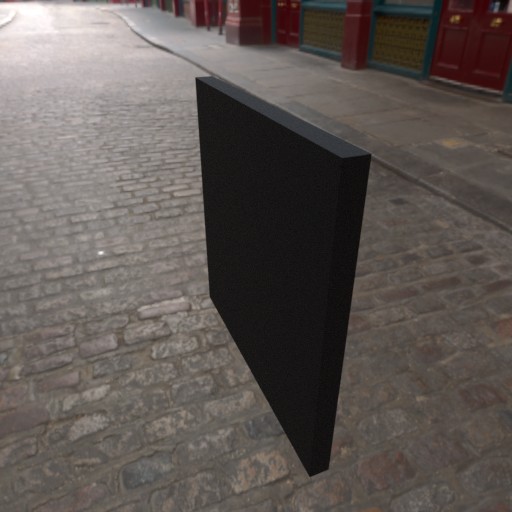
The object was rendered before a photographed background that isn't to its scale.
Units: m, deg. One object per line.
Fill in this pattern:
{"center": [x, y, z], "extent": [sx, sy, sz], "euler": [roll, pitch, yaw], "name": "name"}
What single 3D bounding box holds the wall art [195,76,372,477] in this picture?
{"center": [0.000, 0.000, 0.690], "extent": [0.030, 0.458, 0.462], "euler": [-12, 33, -19], "name": "wall art"}
